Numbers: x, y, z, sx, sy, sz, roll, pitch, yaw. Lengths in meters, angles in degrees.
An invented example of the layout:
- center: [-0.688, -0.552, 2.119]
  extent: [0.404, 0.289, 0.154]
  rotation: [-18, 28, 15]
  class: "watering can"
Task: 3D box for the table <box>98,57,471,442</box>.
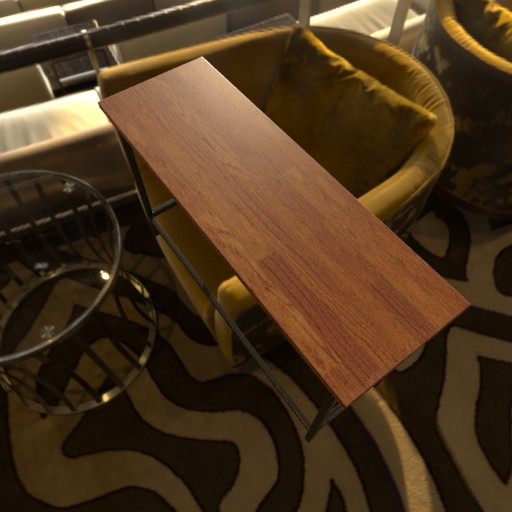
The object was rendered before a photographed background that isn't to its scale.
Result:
- center: [0.000, 0.000, 1.574]
  extent: [0.408, 0.740, 1.204]
  rotation: [-32, 64, -18]
  class: "table"
